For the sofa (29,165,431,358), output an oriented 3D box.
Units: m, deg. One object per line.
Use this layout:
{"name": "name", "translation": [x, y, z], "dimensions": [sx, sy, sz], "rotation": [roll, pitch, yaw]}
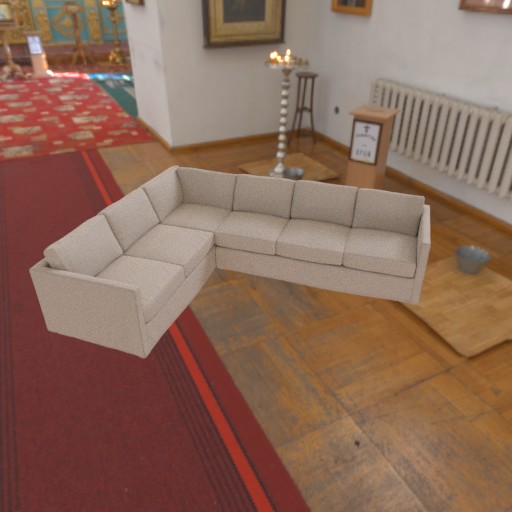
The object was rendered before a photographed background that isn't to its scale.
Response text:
{"name": "sofa", "translation": [0.000, 0.000, 4.350], "dimensions": [3.182, 0.871, 2.432], "rotation": [10, 32, 16]}
